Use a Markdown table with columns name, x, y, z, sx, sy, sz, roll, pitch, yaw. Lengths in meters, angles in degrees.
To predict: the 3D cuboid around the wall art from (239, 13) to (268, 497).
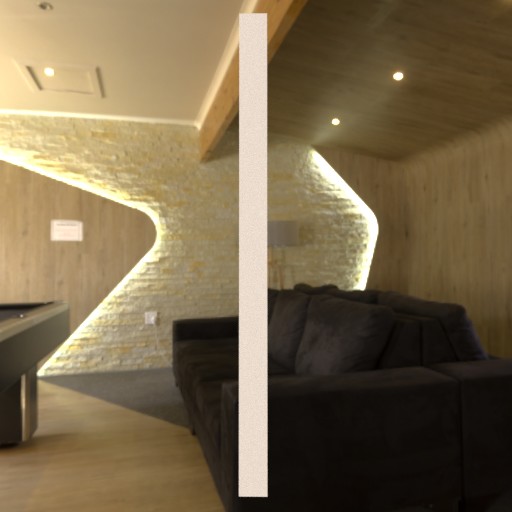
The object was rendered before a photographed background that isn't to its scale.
| name | x | y | z | sx | sy | sz | roll | pitch | yaw |
| --- | --- | --- | --- | --- | --- | --- | --- | --- | --- |
| wall art | 0.000 | 0.000 | 0.827 | 0.038 | 0.657 | 0.450 | 0 | -2 | 1 |
